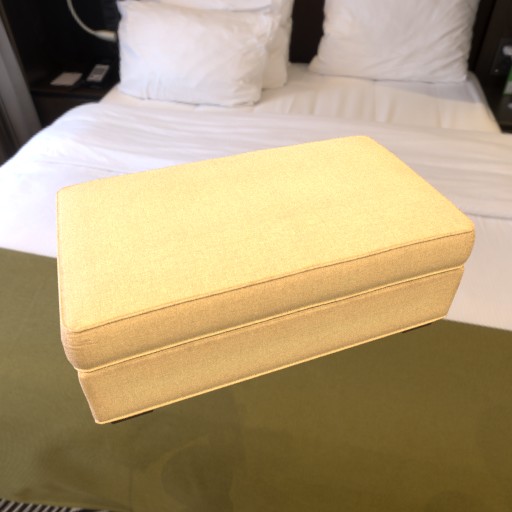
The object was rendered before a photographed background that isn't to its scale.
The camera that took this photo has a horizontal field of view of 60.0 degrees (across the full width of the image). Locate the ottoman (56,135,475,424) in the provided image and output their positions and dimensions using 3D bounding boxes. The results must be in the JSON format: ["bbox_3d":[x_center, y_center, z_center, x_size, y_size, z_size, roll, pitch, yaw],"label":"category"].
[{"bbox_3d":[0.000,0.000,1.381,1.097,0.448,0.617,-13,43,-15],"label":"ottoman"}]
